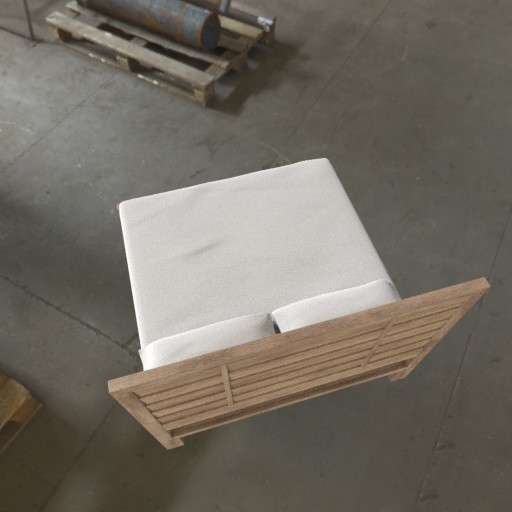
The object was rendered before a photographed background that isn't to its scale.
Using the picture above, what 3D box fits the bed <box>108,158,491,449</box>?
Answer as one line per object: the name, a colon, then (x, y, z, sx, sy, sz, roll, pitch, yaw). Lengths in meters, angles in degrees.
bed: (0.000, 0.000, 3.438, 2.032, 1.626, 2.062, -14, 59, -9)
